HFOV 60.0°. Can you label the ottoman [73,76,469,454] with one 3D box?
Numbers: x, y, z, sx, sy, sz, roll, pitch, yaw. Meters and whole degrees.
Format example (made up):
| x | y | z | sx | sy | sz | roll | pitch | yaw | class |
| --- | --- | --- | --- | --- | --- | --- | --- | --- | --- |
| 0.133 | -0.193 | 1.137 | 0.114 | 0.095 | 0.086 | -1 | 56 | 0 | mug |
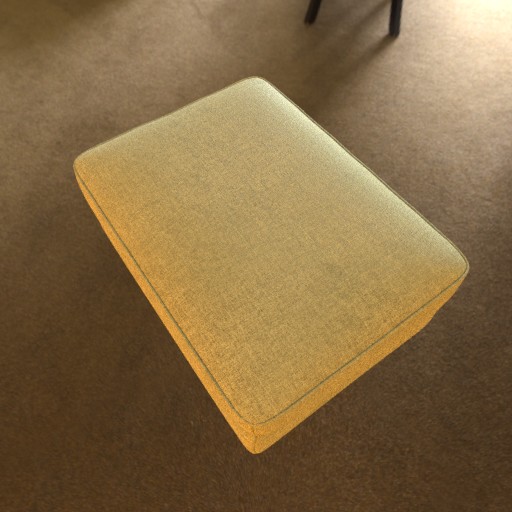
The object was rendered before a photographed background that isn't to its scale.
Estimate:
| x | y | z | sx | sy | sz | roll | pitch | yaw | class |
| --- | --- | --- | --- | --- | --- | --- | --- | --- | --- |
| 0.000 | 0.000 | 1.297 | 0.661 | 0.561 | 0.889 | -31 | 63 | -18 | ottoman |
